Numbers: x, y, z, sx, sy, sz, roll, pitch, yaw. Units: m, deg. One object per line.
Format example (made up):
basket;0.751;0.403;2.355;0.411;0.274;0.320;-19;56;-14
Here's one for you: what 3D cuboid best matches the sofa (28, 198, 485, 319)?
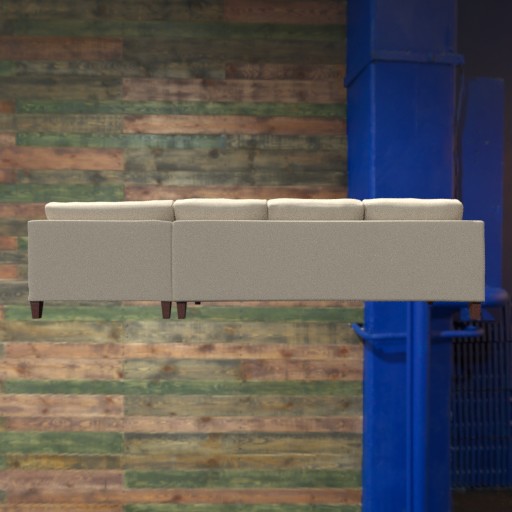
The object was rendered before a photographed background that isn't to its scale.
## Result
sofa;0.000;0.000;3.870;3.186;0.861;1.625;0;1;0
